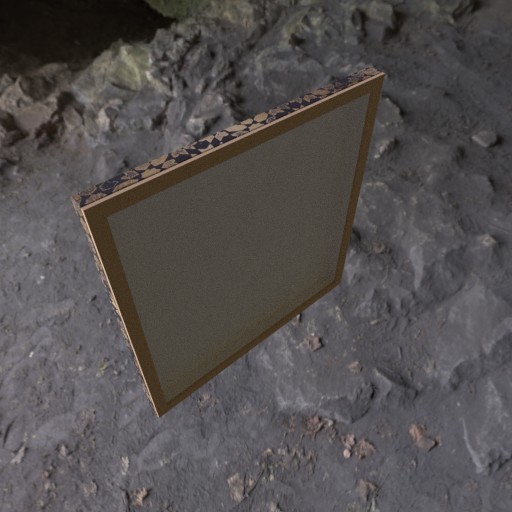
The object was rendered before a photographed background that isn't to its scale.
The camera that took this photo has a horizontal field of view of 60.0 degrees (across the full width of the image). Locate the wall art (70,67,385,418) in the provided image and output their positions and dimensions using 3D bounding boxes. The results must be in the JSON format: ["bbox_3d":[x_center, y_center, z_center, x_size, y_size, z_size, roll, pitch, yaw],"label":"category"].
[{"bbox_3d":[0.000,0.000,0.928,0.612,0.612,0.038,-32,54,-27],"label":"wall art"}]
